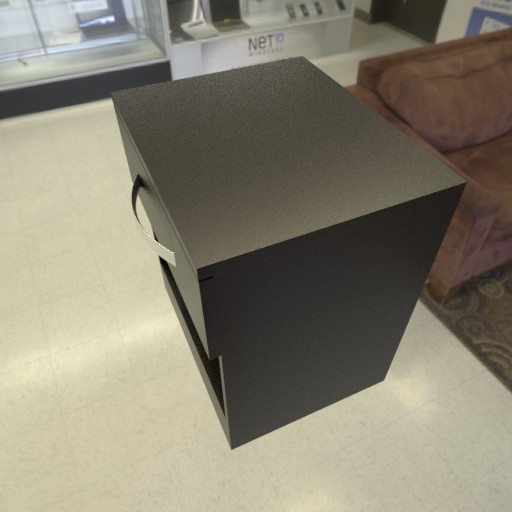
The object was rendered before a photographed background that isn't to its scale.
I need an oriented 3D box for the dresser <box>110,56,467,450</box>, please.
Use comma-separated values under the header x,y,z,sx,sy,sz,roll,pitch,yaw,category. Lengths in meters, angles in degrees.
x,y,z,sx,sy,sz,roll,pitch,yaw,category
0.000,0.000,0.760,0.360,0.470,0.400,-18,49,-17,dresser
